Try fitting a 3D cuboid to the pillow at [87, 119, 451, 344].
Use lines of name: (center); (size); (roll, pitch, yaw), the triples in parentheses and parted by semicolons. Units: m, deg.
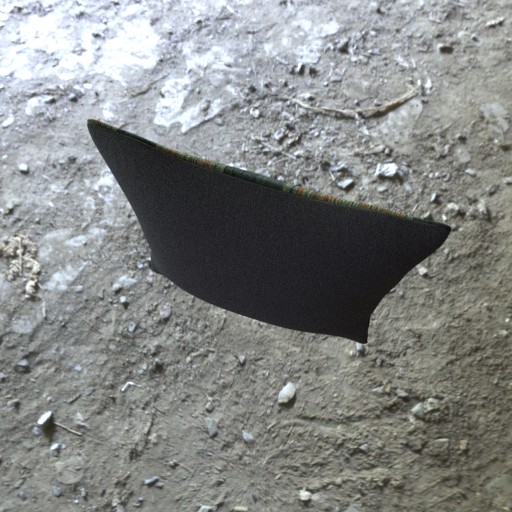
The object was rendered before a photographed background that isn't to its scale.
pillow: (0.000, 0.000, 0.671); (0.437, 0.419, 0.136); (18, 65, 9)
